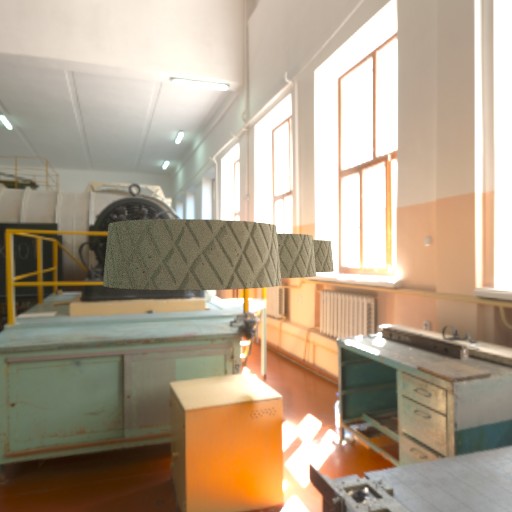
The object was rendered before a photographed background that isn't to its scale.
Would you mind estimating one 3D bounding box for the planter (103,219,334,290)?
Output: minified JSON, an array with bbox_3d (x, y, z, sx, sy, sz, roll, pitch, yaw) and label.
[{"bbox_3d":[0.000,0.000,0.422,0.114,0.038,0.390,0,0,17],"label":"planter"}]
